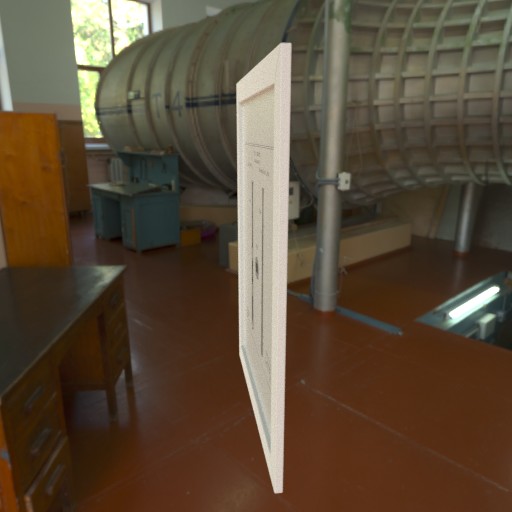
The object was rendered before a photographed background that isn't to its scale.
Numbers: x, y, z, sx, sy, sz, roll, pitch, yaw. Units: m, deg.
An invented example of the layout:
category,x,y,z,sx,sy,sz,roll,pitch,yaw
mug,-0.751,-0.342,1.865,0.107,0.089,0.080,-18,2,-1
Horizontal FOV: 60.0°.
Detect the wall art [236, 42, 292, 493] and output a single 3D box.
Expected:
category,x,y,z,sx,sy,sz,roll,pitch,yaw
wall art,0.000,0.000,0.675,0.012,0.529,0.374,-2,16,-9
